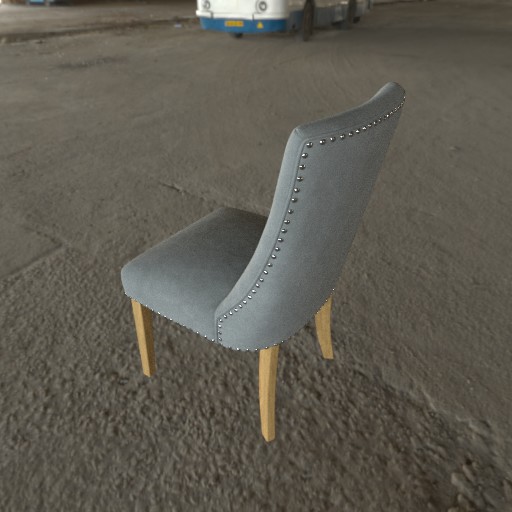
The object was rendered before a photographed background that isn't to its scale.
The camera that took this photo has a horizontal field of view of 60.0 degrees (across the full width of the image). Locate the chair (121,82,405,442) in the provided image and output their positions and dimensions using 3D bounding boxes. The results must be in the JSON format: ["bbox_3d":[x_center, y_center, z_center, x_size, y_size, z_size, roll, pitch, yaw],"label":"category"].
[{"bbox_3d":[0.000,0.000,1.231,0.610,0.902,0.495,20,37,29],"label":"chair"}]
